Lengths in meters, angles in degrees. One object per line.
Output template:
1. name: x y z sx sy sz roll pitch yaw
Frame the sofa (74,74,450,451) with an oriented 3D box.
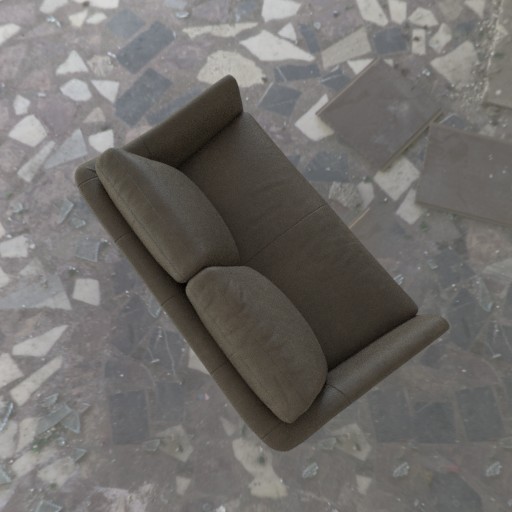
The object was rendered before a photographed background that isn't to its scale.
1. sofa: 0.000 0.000 2.156 0.960 0.902 1.619 -37 78 -9
